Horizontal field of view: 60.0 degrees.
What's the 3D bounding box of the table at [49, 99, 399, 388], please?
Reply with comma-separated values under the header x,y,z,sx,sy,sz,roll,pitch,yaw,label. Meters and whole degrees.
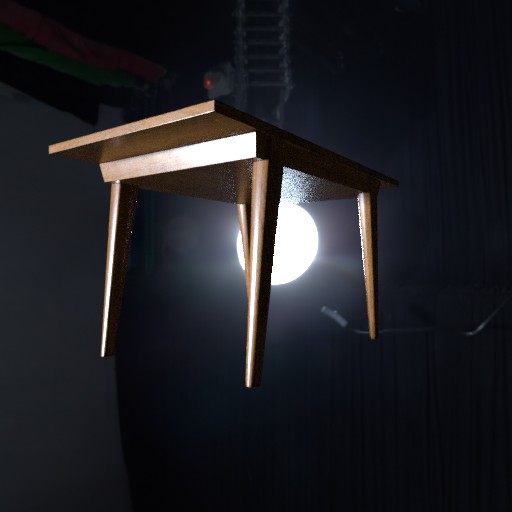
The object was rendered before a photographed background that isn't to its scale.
x,y,z,sx,sy,sz,roll,pitch,yaw,label
0.000,0.000,1.876,0.757,0.760,1.400,0,-1,36,table
